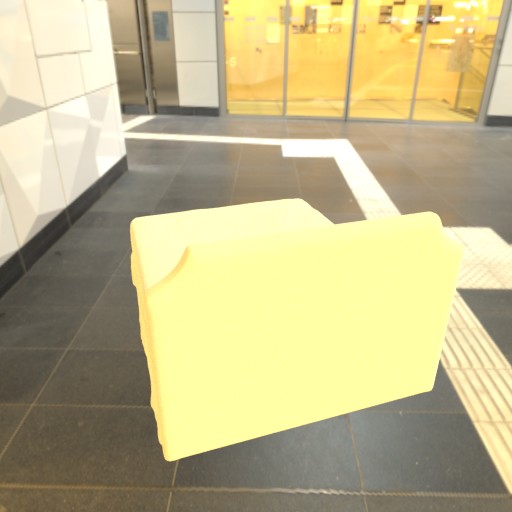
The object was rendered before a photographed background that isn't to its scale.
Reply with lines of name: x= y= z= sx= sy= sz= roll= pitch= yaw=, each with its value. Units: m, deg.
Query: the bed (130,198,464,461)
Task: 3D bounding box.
bed: x=0.000 y=0.000 z=3.892 sx=2.134 sy=1.524 sz=2.548 roll=-9 pitch=28 yaw=-16
